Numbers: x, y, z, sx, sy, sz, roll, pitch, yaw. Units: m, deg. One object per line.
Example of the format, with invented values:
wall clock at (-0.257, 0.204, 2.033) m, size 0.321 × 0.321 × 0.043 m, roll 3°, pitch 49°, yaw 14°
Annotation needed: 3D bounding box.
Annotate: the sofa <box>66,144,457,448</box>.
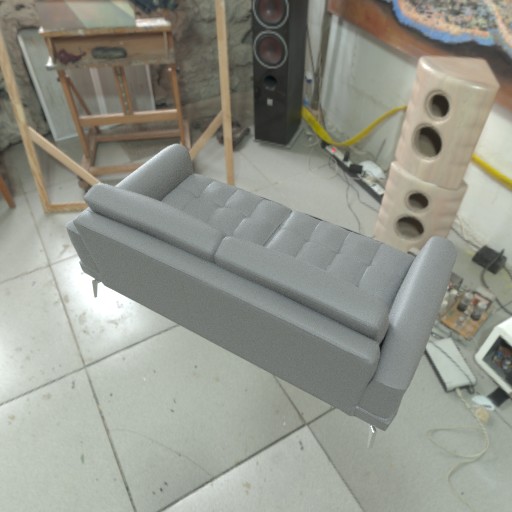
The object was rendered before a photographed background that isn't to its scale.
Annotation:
sofa at (0.000, 0.000, 2.748) m, size 2.177 × 0.930 × 1.121 m, roll 23°, pitch 51°, yaw 20°
